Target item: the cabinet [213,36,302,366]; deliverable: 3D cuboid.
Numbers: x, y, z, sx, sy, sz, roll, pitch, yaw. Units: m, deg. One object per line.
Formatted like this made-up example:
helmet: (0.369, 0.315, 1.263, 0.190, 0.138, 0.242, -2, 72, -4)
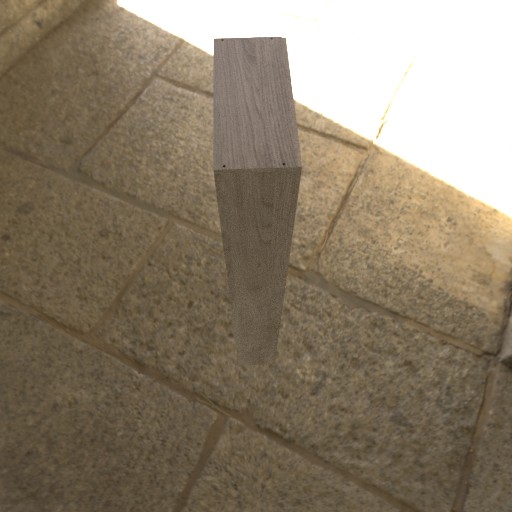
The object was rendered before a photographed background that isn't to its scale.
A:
cabinet: (0.000, 0.000, 1.981, 0.230, 1.790, 0.500, -2, 61, -1)
